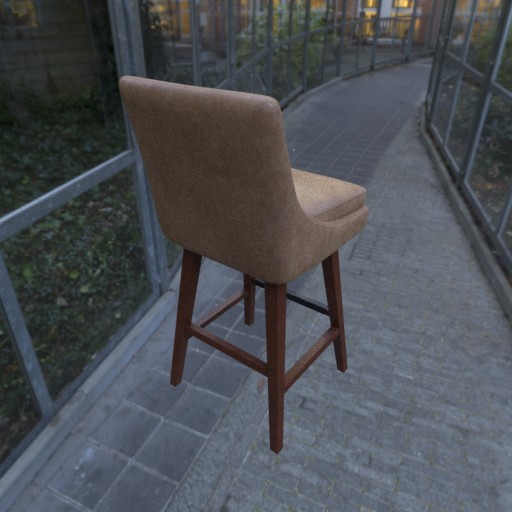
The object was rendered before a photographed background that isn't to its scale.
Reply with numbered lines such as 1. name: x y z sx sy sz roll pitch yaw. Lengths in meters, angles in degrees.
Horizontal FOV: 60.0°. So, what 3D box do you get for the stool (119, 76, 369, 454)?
1. stool: 0.000 0.000 1.386 0.487 1.079 0.572 21 36 32
